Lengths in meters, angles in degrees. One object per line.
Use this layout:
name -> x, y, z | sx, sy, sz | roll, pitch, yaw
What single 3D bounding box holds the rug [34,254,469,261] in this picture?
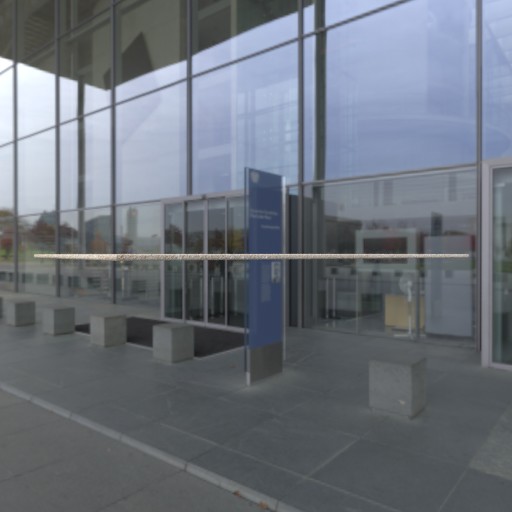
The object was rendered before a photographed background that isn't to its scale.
rug -> 0.000, 0.000, 3.305 | 2.699, 0.025, 1.800 | 0, 0, -36
